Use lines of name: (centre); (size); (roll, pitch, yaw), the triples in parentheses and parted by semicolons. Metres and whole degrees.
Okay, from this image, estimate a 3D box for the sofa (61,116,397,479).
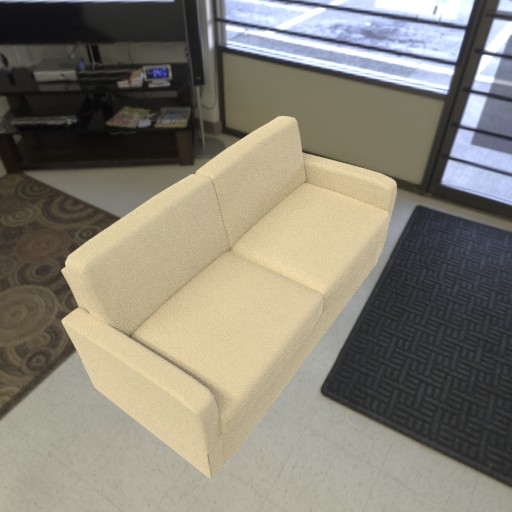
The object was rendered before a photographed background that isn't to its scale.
sofa: (0.000, 0.000, 2.341); (0.894, 0.831, 1.808); (26, 49, 25)
